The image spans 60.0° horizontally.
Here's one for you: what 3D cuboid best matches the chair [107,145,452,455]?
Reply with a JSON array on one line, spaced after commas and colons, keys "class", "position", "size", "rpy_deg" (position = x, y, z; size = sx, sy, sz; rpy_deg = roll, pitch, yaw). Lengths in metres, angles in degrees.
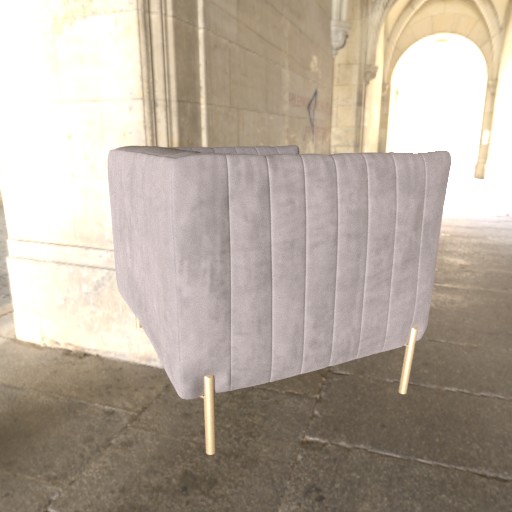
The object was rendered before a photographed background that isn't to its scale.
[{"class": "chair", "position": [0.000, 0.000, 1.610], "size": [0.873, 0.779, 0.981], "rpy_deg": [-7, 17, -25]}]
